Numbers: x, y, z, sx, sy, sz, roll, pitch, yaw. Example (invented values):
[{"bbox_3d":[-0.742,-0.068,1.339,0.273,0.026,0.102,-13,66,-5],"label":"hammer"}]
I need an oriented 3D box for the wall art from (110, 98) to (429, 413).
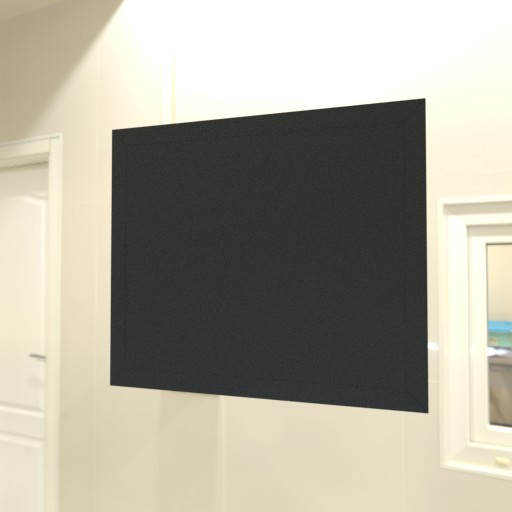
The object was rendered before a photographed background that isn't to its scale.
[{"bbox_3d":[0.000,0.000,0.531,0.381,0.330,0.029,0,-1,17],"label":"wall art"}]
